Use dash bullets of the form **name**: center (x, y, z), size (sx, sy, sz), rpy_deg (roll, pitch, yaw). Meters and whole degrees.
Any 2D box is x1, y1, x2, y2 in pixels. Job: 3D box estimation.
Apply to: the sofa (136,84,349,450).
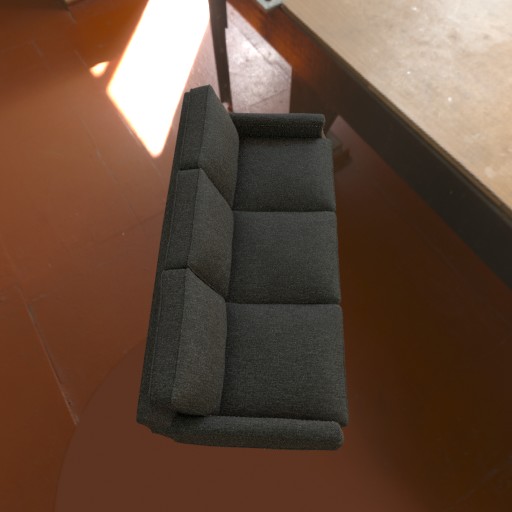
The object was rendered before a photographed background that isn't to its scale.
- **sofa**: center (0.000, 0.000, 2.869), size (1.084, 1.003, 2.246), rpy_deg (2, 63, 1)
